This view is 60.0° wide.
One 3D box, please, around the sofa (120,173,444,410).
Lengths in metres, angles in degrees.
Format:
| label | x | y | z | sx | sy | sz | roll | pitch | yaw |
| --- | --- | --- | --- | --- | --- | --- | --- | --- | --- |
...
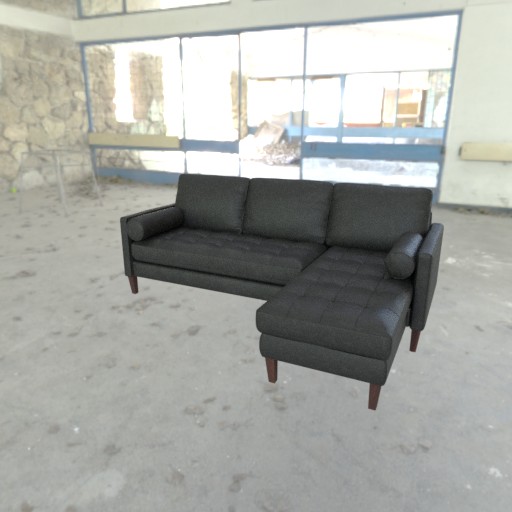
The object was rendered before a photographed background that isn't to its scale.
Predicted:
| label | x | y | z | sx | sy | sz | roll | pitch | yaw |
| --- | --- | --- | --- | --- | --- | --- | --- | --- | --- |
| sofa | 0.000 | 0.000 | 2.923 | 2.178 | 0.876 | 1.497 | 8 | 19 | 25 |
